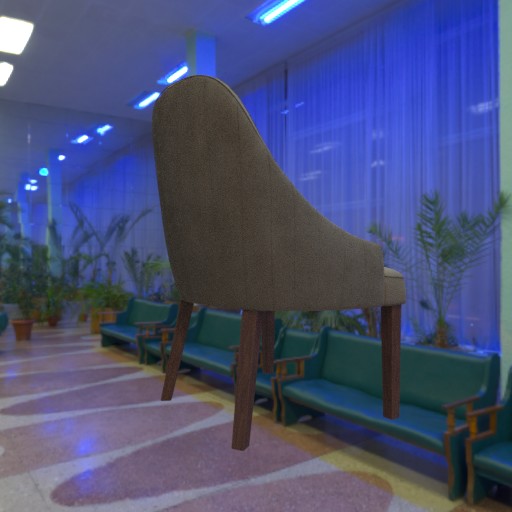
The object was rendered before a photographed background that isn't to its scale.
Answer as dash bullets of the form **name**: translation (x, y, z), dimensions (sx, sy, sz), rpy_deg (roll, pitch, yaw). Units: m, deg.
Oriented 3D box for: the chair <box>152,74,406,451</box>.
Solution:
- **chair**: translation (0.000, 0.000, 1.310), dimensions (0.575, 0.889, 0.643), rpy_deg (0, 0, -35)
